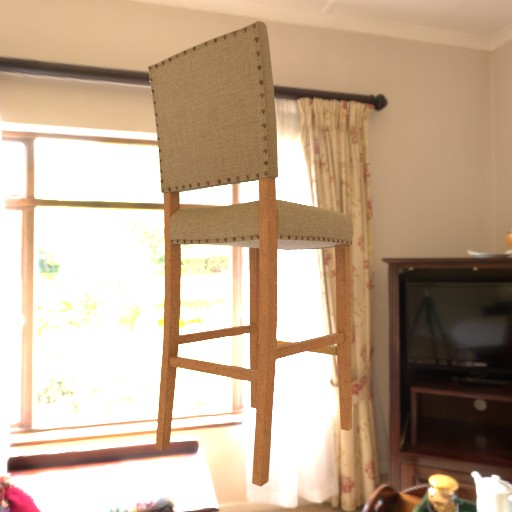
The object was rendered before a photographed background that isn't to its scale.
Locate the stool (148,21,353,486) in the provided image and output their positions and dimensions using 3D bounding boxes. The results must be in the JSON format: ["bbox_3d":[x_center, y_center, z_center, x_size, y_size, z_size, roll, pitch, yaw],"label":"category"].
[{"bbox_3d":[0.000,0.000,1.469,0.445,1.203,0.585,-1,-2,37],"label":"stool"}]
